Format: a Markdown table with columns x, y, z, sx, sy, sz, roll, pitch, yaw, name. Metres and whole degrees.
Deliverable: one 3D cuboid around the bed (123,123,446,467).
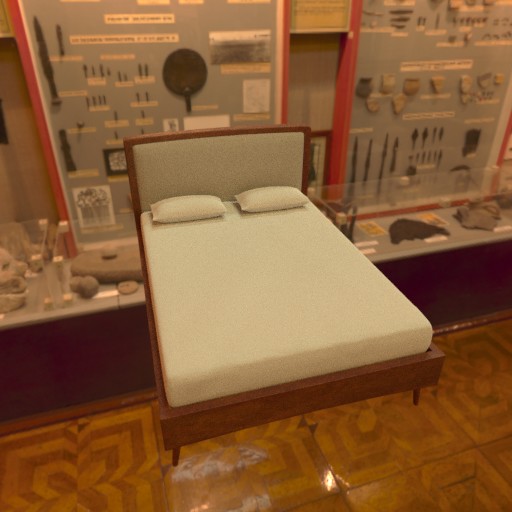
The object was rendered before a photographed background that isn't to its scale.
| x | y | z | sx | sy | sz | roll | pitch | yaw | name |
| --- | --- | --- | --- | --- | --- | --- | --- | --- | --- |
| 0.000 | 0.000 | 3.133 | 1.587 | 1.275 | 2.196 | -8 | 31 | -14 | bed |
